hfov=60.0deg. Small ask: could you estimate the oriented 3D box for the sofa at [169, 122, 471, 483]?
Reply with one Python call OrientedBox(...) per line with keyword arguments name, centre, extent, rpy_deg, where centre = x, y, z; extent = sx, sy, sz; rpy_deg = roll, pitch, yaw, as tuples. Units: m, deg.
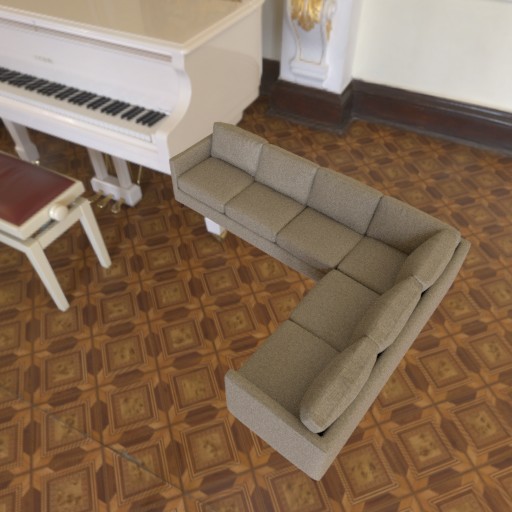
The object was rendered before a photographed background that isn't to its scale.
OrientedBox(name="sofa", centre=(0.000, 0.000, 4.452), extent=(3.302, 0.947, 2.593), rpy_deg=(31, 54, 26))
